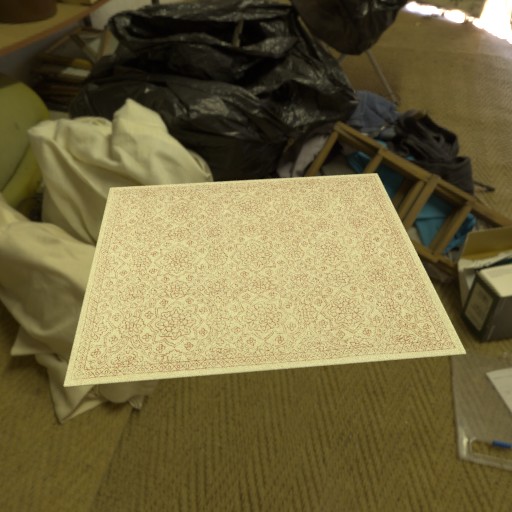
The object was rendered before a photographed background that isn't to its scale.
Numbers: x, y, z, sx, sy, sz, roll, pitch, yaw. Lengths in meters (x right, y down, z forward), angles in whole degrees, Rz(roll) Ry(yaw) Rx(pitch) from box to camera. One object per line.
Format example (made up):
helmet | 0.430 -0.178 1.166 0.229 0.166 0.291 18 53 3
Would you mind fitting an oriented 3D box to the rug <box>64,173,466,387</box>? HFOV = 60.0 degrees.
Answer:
rug | 0.000 0.000 4.192 3.050 0.015 2.441 -4 45 -4
